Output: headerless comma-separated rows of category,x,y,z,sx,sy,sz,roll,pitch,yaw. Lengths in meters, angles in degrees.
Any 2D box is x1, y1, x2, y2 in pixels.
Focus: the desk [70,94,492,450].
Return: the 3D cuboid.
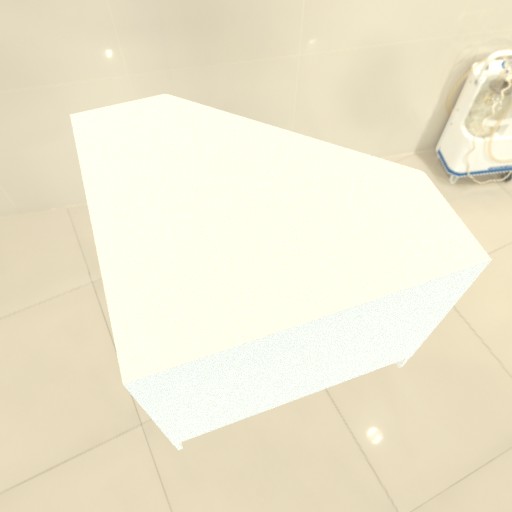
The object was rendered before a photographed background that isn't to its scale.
desk,0.000,0.000,1.618,0.940,0.818,0.926,-17,59,-11
